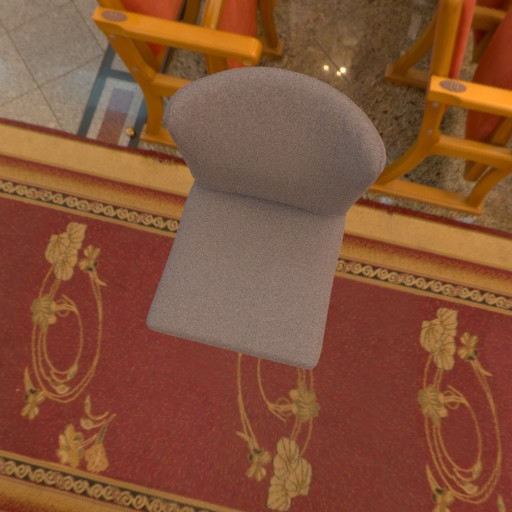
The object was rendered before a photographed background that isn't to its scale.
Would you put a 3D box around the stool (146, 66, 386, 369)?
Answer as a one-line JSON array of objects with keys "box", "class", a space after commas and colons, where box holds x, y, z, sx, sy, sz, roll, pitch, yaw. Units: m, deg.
[{"box": [0.000, 0.000, 1.310, 0.481, 0.968, 0.568, 13, 75, 4], "class": "stool"}]
